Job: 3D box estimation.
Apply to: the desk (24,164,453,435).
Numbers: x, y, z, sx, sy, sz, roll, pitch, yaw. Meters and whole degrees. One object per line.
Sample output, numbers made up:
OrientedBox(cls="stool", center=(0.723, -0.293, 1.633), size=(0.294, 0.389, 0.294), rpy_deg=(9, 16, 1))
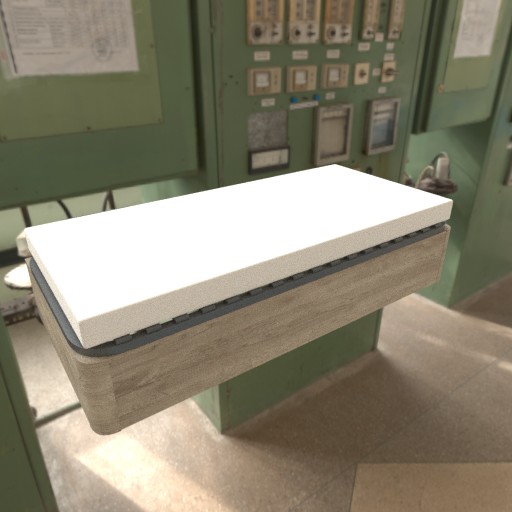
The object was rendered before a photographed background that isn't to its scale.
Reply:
OrientedBox(cls="desk", center=(0.000, 0.000, 2.171), size=(1.900, 0.455, 0.900), rpy_deg=(-17, 31, -31))
